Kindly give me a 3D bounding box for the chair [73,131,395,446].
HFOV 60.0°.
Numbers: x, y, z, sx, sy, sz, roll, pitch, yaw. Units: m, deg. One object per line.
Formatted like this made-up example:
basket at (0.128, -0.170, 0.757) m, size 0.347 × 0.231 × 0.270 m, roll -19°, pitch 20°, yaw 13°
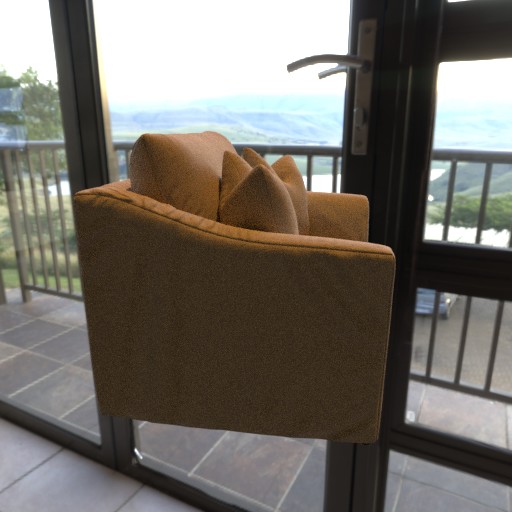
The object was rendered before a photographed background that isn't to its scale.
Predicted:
chair at (0.000, 0.000, 2.022) m, size 1.071 × 1.093 × 1.194 m, roll 3°, pitch 16°, yaw 9°
